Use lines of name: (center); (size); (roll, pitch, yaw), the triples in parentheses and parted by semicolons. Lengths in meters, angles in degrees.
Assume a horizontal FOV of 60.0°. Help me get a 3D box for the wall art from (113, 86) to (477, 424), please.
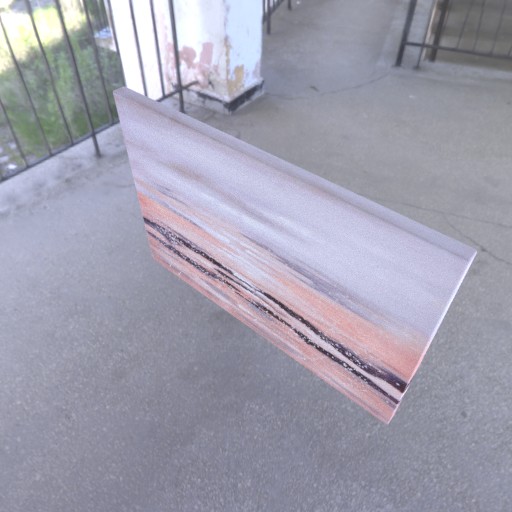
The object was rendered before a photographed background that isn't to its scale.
wall art: (0.000, 0.000, 1.132); (0.913, 0.609, 0.038); (31, 54, 27)
